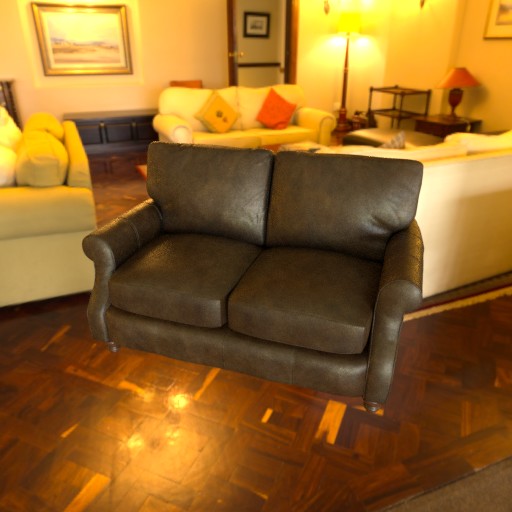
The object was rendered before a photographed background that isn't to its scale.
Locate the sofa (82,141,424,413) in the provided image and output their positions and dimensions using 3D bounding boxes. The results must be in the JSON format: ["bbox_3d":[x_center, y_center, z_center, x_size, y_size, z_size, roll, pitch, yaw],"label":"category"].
[{"bbox_3d":[0.000,0.000,2.286,1.616,0.976,0.990,8,27,17],"label":"sofa"}]
